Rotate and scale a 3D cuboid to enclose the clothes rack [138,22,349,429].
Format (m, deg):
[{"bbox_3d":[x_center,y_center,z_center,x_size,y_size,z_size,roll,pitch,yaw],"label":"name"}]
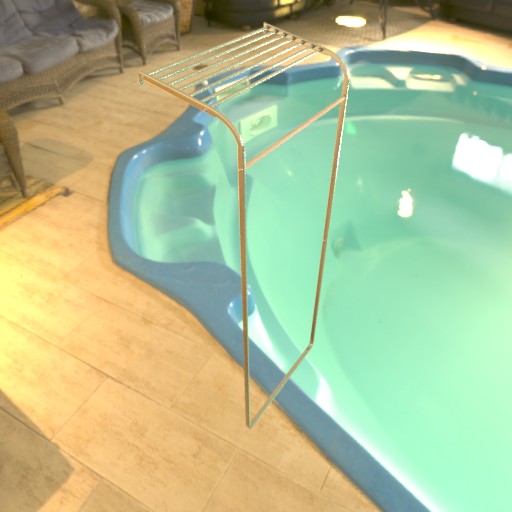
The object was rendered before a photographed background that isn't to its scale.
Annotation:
[{"bbox_3d":[0.000,0.000,1.813,0.349,1.574,0.609,25,47,26],"label":"clothes rack"}]
